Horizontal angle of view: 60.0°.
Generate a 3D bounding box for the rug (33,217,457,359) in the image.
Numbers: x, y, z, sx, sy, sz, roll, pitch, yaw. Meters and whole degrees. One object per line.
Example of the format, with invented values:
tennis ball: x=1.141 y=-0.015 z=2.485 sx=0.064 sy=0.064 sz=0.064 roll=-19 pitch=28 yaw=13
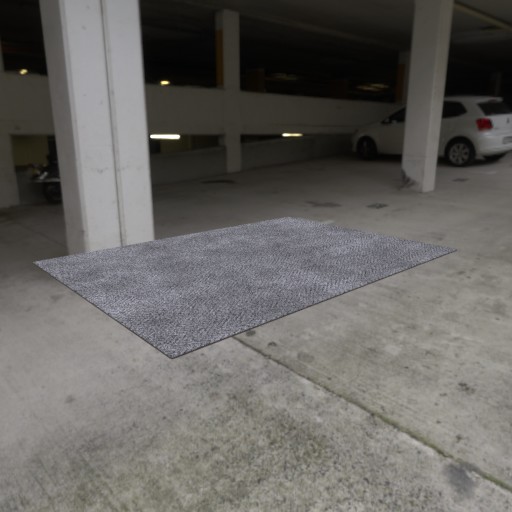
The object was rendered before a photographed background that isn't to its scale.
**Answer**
rug: x=0.000 y=0.000 z=2.857 sx=2.235 sy=0.008 sz=1.600 roll=-14 pitch=21 yaw=-40
